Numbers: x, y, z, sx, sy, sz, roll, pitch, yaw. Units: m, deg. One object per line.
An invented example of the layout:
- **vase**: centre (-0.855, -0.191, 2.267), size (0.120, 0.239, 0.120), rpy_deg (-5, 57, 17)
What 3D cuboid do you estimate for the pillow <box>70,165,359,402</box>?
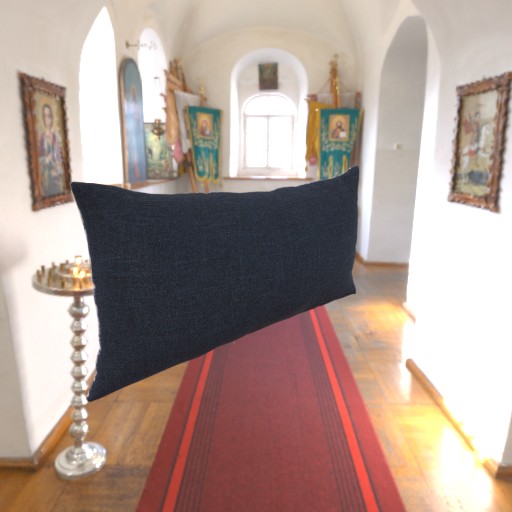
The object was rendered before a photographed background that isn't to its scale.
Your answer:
- **pillow**: centre (0.000, 0.000, 0.769), size (0.631, 0.292, 0.148), rpy_deg (-14, 20, -42)
